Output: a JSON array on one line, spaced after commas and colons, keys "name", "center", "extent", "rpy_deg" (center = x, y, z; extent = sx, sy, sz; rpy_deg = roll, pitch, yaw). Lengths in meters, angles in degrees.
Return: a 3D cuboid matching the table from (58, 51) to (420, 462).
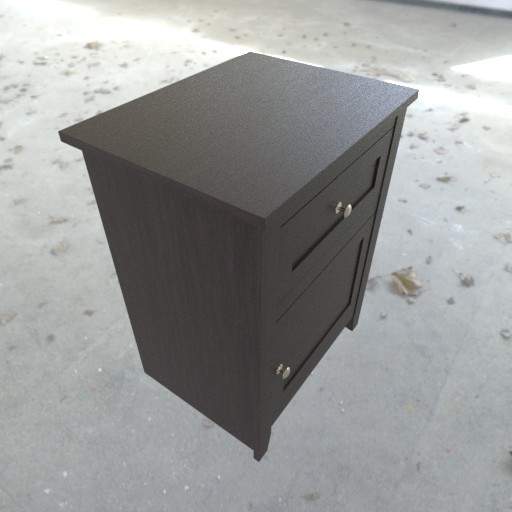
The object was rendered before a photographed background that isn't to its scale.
[{"name": "table", "center": [0.000, 0.000, 0.930], "extent": [0.381, 0.635, 0.480], "rpy_deg": [25, 47, 26]}]
